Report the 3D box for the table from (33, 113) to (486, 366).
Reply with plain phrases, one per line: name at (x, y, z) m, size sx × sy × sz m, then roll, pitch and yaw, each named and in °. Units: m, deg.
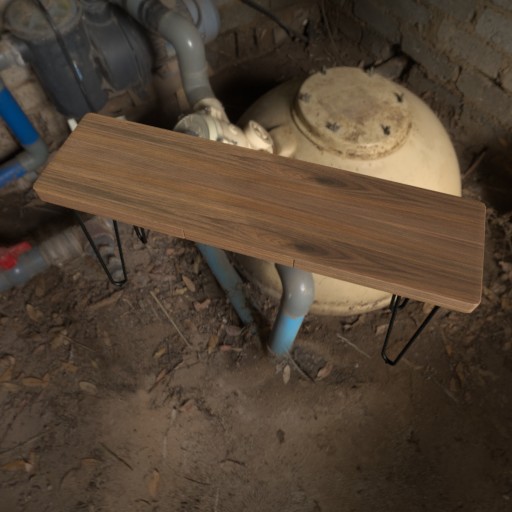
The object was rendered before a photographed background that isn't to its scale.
table at (0.000, 0.000, 1.933) m, size 1.570 × 0.834 × 0.425 m, roll 15°, pitch 60°, yaw 9°
